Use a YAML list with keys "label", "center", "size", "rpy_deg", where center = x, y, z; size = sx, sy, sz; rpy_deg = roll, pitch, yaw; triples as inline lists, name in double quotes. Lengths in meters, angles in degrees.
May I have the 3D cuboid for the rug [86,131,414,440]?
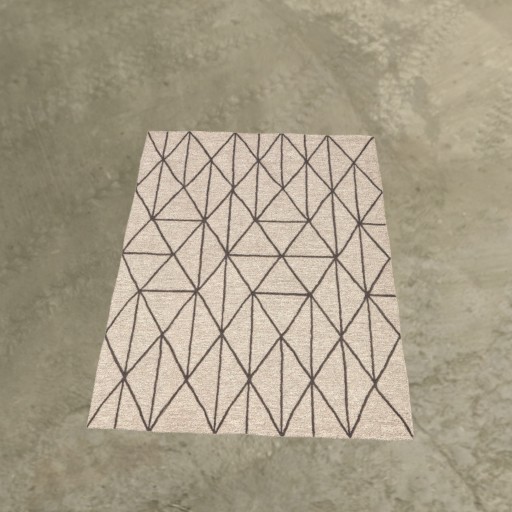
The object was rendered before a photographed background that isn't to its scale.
- label: "rug"
  center: [0.000, 0.000, 4.039]
  size: [2.468, 0.022, 3.061]
  rpy_deg: [2, 61, 1]
